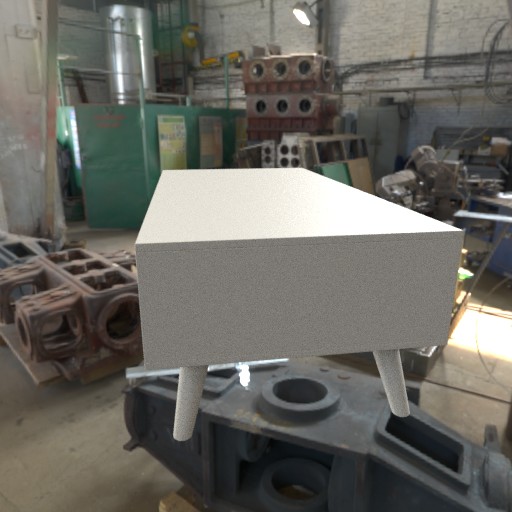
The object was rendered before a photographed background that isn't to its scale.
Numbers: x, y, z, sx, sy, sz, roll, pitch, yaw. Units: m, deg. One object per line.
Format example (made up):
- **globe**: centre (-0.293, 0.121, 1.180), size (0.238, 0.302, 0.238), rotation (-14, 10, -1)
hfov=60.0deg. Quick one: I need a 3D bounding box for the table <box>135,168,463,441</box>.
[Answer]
- **table**: centre (0.000, 0.000, 1.425), size (0.609, 0.432, 1.194), rotation (-3, 17, -9)
